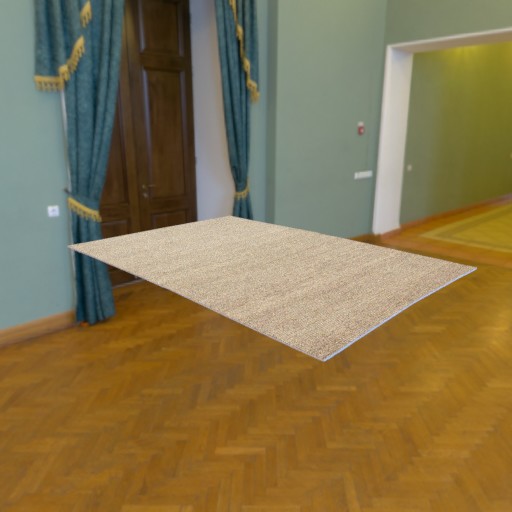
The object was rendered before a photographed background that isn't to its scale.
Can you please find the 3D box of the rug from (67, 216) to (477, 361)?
[{"bbox_3d":[0.000,0.000,3.020,1.609,0.030,2.342,-16,23,-43],"label":"rug"}]
